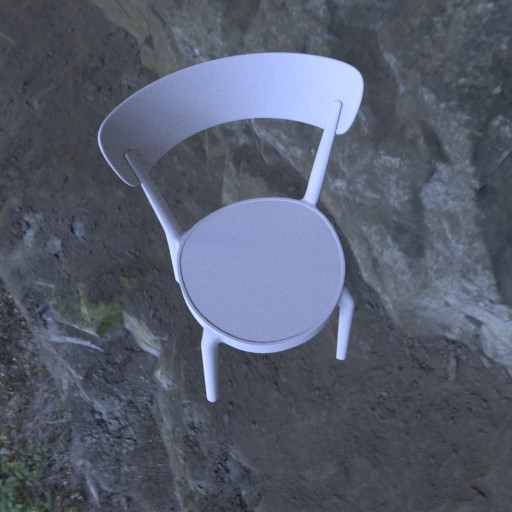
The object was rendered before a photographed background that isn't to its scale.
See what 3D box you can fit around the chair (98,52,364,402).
[{"bbox_3d":[0.000,0.000,1.104,0.506,0.790,0.491,-16,65,-8],"label":"chair"}]
